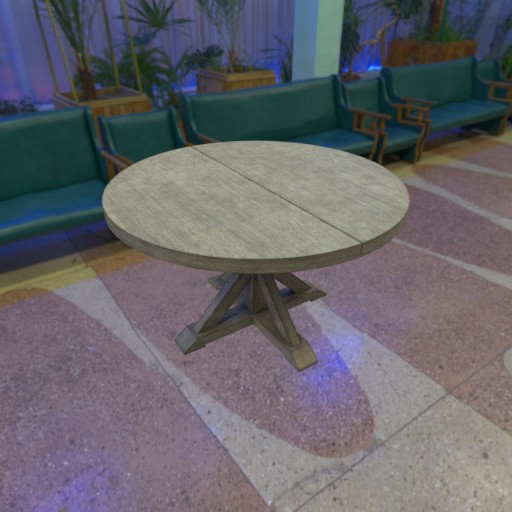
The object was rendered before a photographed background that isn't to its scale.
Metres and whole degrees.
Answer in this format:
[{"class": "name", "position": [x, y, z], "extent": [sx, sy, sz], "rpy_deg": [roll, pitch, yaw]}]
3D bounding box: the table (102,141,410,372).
[{"class": "table", "position": [0.000, 0.000, 2.241], "extent": [1.363, 0.781, 1.363], "rpy_deg": [0, 31, 0]}]
